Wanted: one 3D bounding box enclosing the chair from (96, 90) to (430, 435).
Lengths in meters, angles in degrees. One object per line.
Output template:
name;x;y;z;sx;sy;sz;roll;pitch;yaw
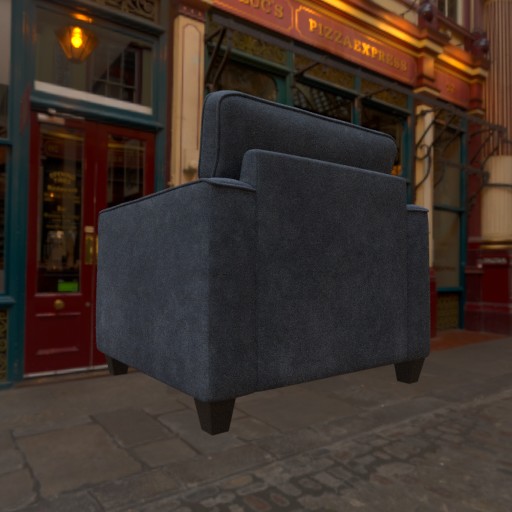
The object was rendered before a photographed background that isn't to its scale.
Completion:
chair;0.000;0.000;1.771;1.015;0.965;0.939;1;-2;-36
